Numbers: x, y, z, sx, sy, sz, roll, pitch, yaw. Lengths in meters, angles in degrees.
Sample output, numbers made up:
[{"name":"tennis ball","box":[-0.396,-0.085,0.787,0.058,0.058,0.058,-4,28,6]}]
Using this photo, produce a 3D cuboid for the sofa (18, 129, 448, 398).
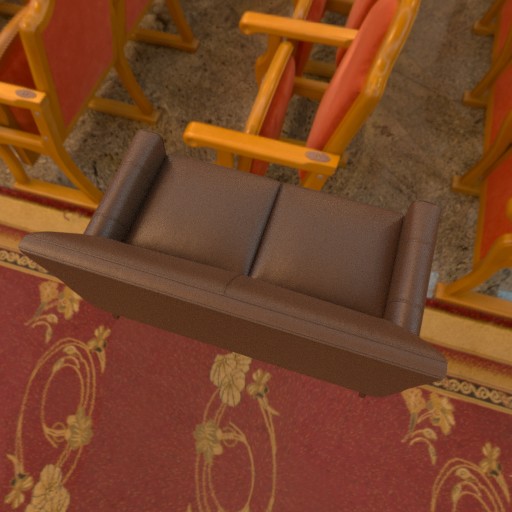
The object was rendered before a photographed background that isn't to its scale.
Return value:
[{"name":"sofa","box":[0.000,0.000,1.990,1.468,0.859,0.853,16,65,8]}]
